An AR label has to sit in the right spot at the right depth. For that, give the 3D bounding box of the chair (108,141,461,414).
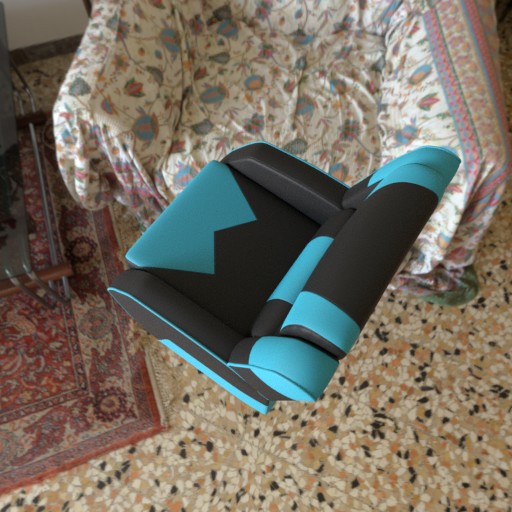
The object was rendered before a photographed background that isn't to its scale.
[{"bbox_3d":[0.000,0.000,1.248,0.672,0.805,0.620,32,69,14],"label":"chair"}]
